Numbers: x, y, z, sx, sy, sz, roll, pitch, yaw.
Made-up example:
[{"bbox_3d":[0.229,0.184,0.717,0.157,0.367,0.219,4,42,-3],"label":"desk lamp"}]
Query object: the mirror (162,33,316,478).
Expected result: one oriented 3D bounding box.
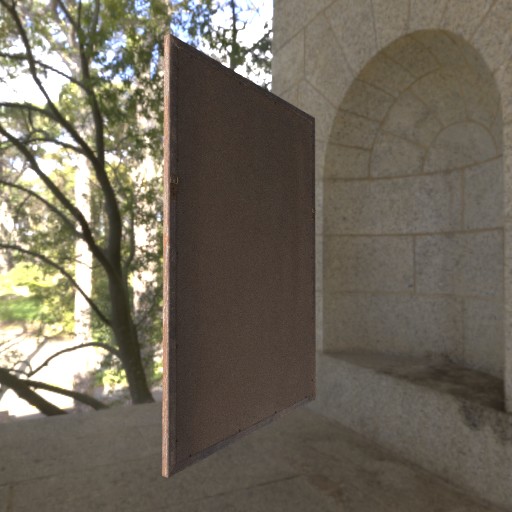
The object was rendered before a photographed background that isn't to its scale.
[{"bbox_3d":[0.000,0.000,1.285,0.025,0.996,0.705,-1,-1,35],"label":"mirror"}]
